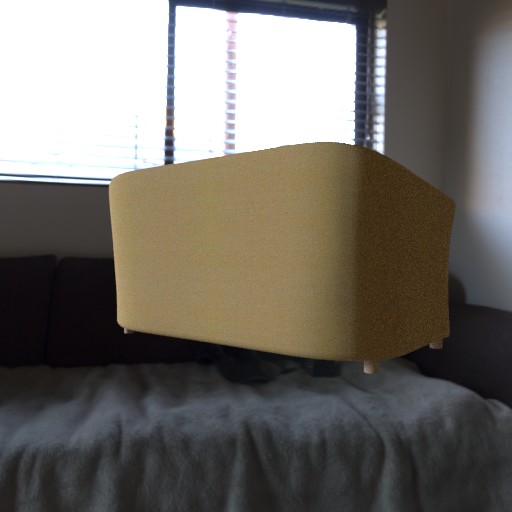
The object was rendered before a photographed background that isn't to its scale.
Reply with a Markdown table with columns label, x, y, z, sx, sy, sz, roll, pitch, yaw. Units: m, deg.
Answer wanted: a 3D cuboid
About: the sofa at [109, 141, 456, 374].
| label | x | y | z | sx | sy | sz | roll | pitch | yaw |
| --- | --- | --- | --- | --- | --- | --- | --- | --- | --- |
| sofa | 0.000 | 0.000 | 1.892 | 1.452 | 0.721 | 0.705 | 0 | 1 | 36 |
